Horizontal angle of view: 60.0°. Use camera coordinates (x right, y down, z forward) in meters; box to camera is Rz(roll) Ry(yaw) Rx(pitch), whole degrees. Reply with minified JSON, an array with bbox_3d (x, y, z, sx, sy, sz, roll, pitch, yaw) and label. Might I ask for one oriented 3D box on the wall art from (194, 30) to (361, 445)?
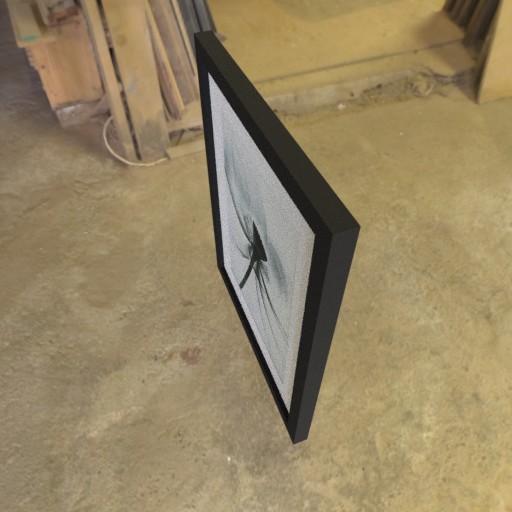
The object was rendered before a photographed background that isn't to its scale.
[{"bbox_3d":[0.000,0.000,0.750,0.029,0.559,0.457,-16,51,-14],"label":"wall art"}]
